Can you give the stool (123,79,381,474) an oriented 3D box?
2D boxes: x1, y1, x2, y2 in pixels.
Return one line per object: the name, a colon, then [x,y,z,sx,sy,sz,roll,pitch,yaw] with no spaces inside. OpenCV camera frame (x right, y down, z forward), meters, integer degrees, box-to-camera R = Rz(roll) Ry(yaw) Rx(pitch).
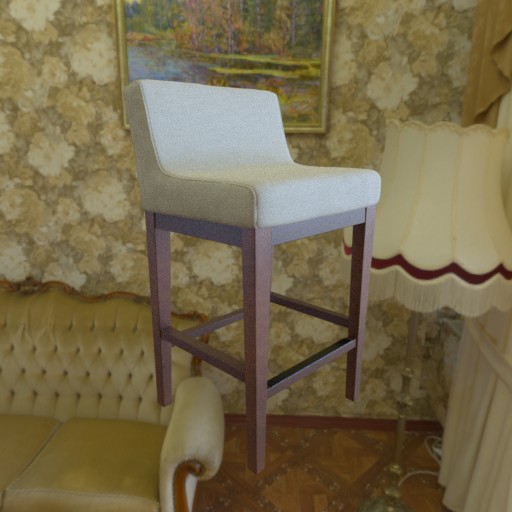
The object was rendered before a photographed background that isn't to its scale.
stool: [0.000,0.000,1.260,0.500,0.937,0.511,15,21,43]
